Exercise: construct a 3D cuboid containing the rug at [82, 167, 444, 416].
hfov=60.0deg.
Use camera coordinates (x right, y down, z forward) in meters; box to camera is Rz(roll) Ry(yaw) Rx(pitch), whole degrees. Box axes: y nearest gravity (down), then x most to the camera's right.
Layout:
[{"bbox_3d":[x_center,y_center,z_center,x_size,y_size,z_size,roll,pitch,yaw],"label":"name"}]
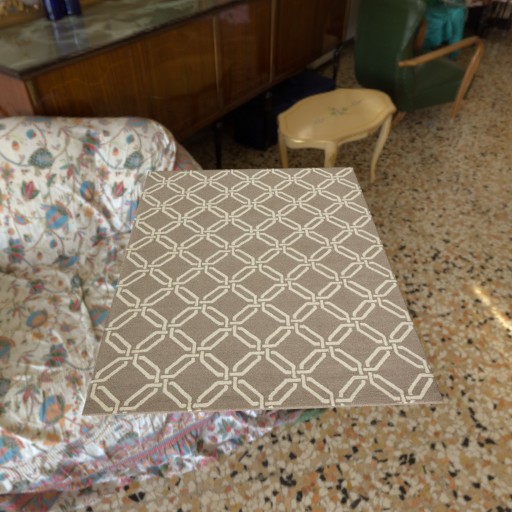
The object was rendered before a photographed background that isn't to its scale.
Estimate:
[{"bbox_3d":[0.000,0.000,3.863,2.288,0.018,2.895,-1,42,-2],"label":"rug"}]
